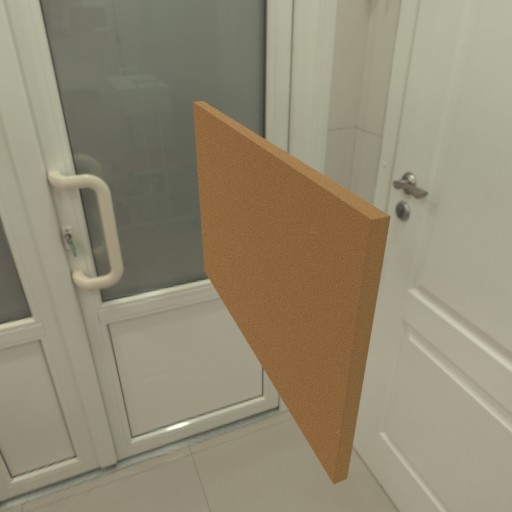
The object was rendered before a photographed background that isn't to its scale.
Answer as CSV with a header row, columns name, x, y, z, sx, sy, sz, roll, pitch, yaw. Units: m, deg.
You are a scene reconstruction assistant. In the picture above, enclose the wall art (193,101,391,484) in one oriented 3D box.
name,x,y,z,sx,sy,sz,roll,pitch,yaw
wall art,0.000,0.000,1.145,0.033,0.608,0.915,-12,32,-20
